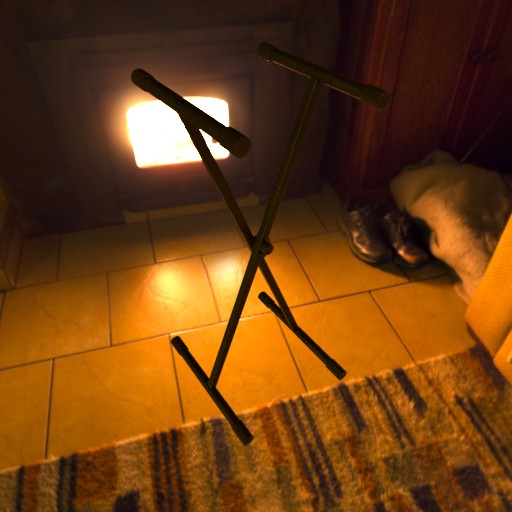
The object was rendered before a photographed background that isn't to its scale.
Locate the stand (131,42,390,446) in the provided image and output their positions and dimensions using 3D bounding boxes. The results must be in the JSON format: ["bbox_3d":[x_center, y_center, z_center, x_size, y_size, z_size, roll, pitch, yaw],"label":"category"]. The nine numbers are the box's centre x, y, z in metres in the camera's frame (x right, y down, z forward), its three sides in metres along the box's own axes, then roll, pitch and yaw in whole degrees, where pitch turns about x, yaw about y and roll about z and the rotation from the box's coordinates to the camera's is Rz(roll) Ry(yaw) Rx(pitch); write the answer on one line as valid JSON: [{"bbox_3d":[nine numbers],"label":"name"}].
[{"bbox_3d":[0.000,0.000,1.196,0.409,0.940,0.449,-25,47,-26],"label":"stand"}]
